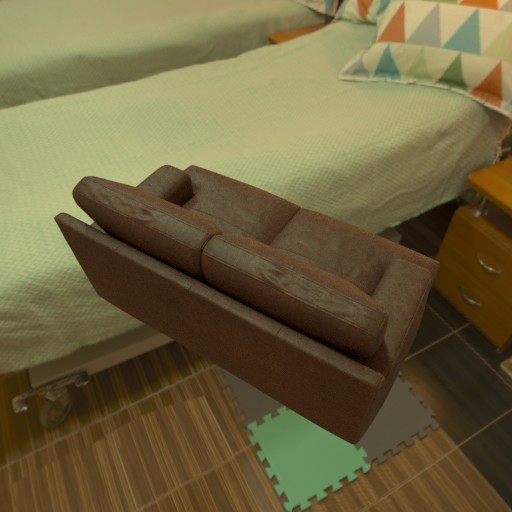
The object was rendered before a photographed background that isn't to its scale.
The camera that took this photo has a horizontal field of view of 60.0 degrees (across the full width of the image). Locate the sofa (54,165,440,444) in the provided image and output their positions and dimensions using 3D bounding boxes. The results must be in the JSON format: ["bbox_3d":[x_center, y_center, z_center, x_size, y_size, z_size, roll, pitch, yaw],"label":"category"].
[{"bbox_3d":[0.000,0.000,2.511,1.880,0.939,1.143,25,51,21],"label":"sofa"}]
